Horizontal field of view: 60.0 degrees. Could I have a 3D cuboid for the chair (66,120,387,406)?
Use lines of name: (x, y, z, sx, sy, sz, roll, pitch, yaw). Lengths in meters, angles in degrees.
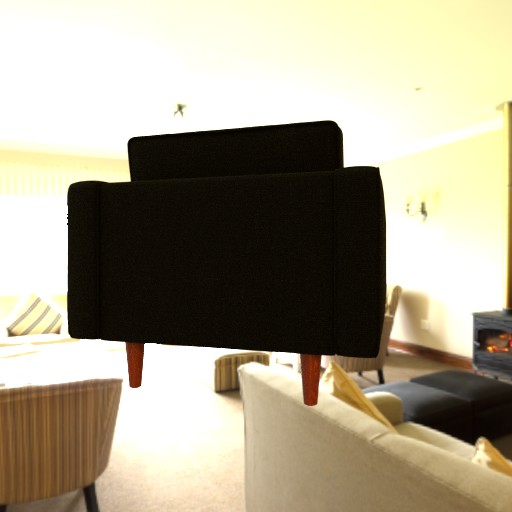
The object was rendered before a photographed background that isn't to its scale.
chair: (0.000, 0.000, 1.588, 0.899, 0.770, 0.920, 0, 0, 17)
